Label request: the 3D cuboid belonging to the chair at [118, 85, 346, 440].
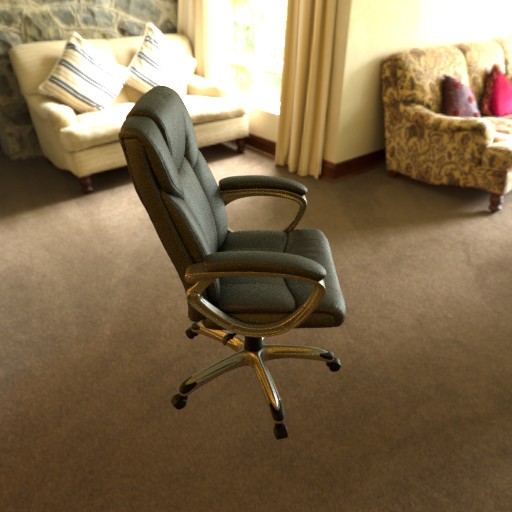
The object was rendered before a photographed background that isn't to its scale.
[{"bbox_3d":[0.000,0.000,1.599,0.719,1.130,0.721,1,32,1],"label":"chair"}]
